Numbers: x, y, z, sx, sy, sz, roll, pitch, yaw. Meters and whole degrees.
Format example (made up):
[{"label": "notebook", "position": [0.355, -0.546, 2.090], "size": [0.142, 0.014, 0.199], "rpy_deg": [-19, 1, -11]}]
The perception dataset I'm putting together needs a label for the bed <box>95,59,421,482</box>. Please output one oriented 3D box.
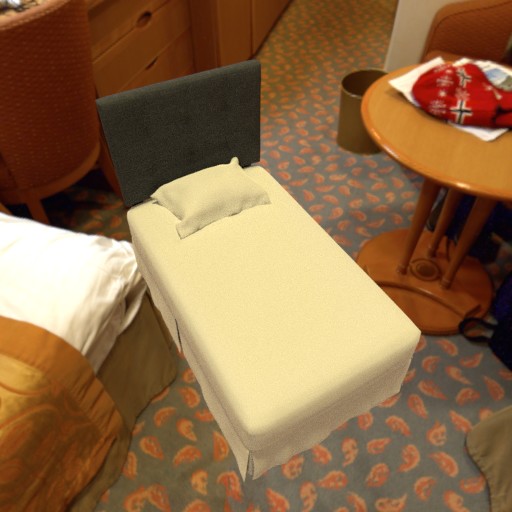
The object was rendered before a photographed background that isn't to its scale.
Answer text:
[{"label": "bed", "position": [0.000, 0.000, 2.871], "size": [1.261, 1.571, 1.997], "rpy_deg": [-23, 52, -20]}]
